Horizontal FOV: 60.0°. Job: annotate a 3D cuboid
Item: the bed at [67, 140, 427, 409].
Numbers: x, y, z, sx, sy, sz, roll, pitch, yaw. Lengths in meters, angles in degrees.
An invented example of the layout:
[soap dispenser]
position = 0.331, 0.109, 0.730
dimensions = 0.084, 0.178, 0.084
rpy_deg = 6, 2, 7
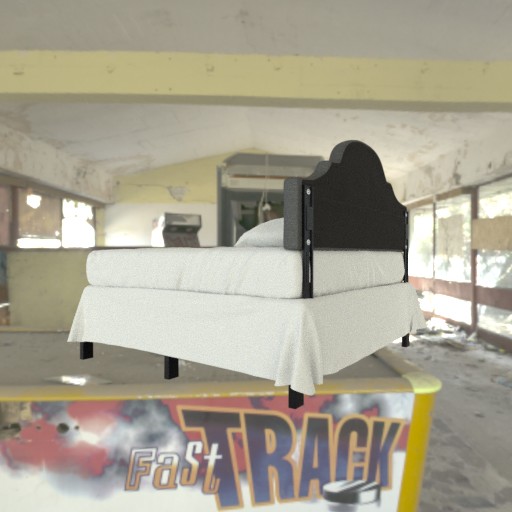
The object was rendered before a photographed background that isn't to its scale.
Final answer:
[bed]
position = 0.000, 0.000, 3.743
dimensions = 2.222, 1.631, 2.303
rpy_deg = 0, 0, 36
